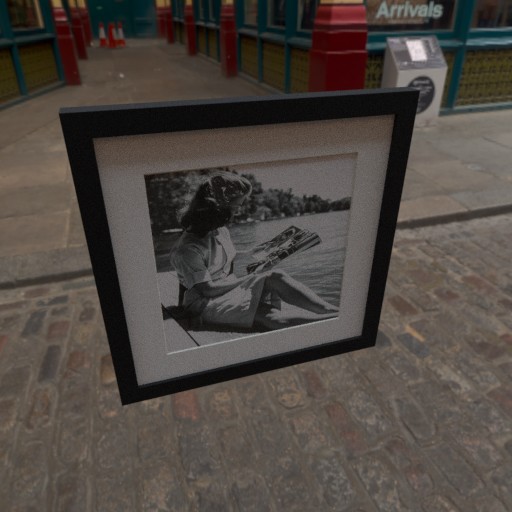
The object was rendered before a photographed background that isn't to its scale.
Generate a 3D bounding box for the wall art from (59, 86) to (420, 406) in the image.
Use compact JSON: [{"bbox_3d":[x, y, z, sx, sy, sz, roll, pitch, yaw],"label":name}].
[{"bbox_3d":[0.000,0.000,0.672,0.462,0.458,0.030,-9,31,-15],"label":"wall art"}]
